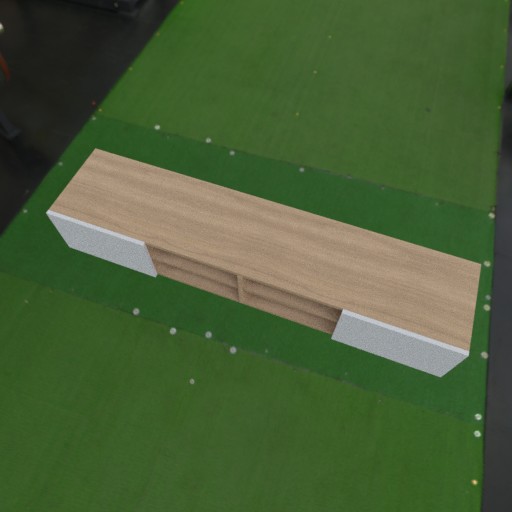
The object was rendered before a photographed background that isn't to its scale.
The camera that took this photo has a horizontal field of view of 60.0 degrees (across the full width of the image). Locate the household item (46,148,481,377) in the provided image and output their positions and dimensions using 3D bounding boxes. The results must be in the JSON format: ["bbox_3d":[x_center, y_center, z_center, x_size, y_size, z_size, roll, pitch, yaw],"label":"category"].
[{"bbox_3d":[0.000,0.000,2.049,1.850,0.310,0.420,18,61,10],"label":"household item"}]
